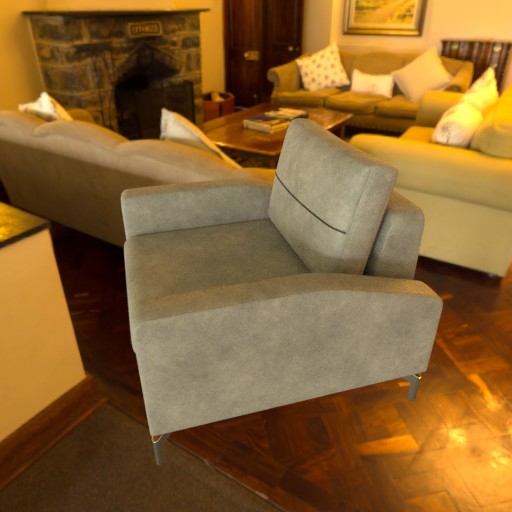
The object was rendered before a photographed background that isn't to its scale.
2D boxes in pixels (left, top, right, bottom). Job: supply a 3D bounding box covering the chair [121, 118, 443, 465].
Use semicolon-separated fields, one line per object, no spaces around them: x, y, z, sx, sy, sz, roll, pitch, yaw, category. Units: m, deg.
0.000;0.000;1.561;0.900;0.800;0.900;-8;31;-14;chair
